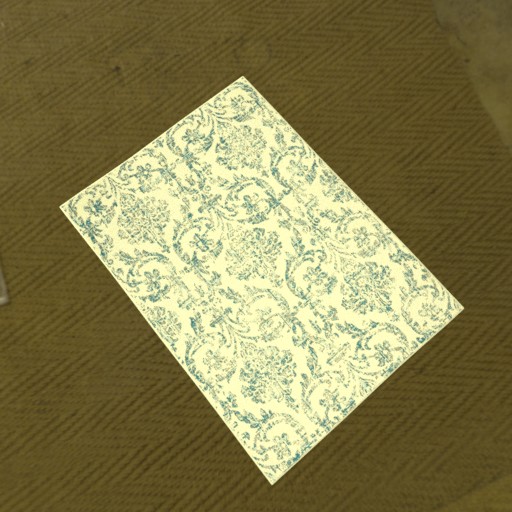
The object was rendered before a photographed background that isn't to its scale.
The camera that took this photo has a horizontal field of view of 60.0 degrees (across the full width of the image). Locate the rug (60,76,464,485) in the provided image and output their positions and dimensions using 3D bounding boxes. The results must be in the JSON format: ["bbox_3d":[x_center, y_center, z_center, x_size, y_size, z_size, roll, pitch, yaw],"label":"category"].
[{"bbox_3d":[0.000,0.000,2.869,1.586,0.014,2.197,-39,79,-9],"label":"rug"}]
